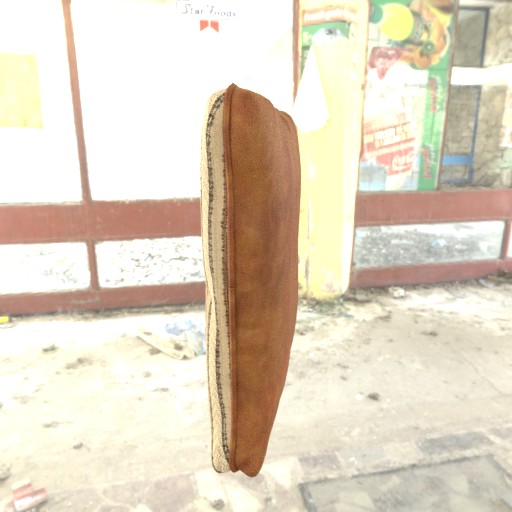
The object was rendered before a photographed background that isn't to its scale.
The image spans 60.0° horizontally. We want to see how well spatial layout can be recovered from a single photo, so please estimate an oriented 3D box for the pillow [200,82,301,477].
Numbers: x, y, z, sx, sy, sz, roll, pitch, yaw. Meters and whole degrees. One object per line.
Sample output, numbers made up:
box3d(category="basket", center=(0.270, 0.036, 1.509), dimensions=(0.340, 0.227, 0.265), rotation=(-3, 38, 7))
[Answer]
box3d(category="pillow", center=(0.000, 0.000, 0.730), dimensions=(0.130, 0.490, 0.489), rotation=(2, 15, 9))
